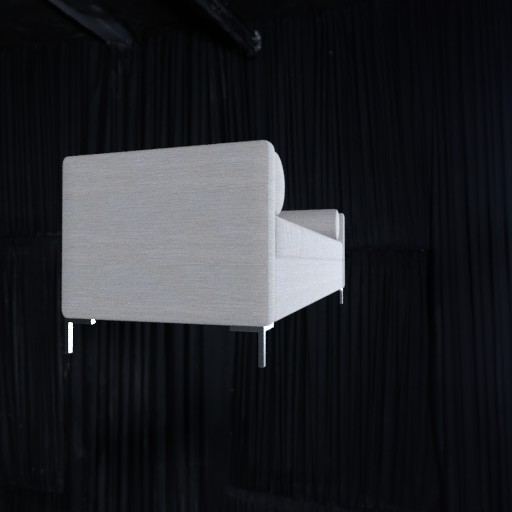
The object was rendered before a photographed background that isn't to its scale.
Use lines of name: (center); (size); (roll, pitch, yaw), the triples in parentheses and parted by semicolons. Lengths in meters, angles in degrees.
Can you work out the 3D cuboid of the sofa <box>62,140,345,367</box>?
sofa: (0.000, 0.000, 2.242); (0.686, 0.635, 1.981); (0, -1, 17)
